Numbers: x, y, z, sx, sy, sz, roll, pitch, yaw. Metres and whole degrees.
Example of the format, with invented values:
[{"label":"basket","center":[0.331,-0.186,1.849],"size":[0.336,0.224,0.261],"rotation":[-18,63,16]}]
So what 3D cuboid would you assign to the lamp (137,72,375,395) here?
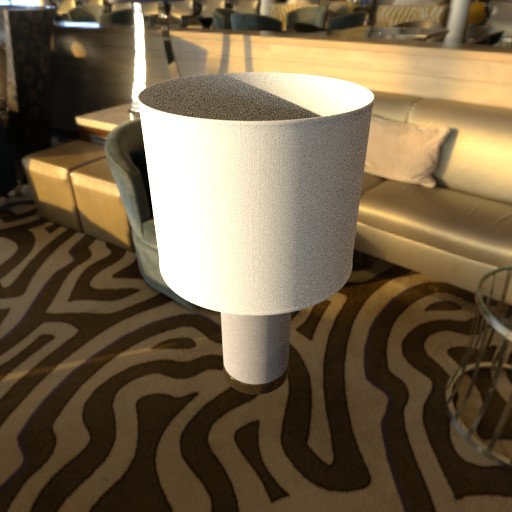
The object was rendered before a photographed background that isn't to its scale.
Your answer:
[{"label":"lamp","center":[0.000,0.000,0.536],"size":[0.229,0.380,0.229],"rotation":[0,31,0]}]
